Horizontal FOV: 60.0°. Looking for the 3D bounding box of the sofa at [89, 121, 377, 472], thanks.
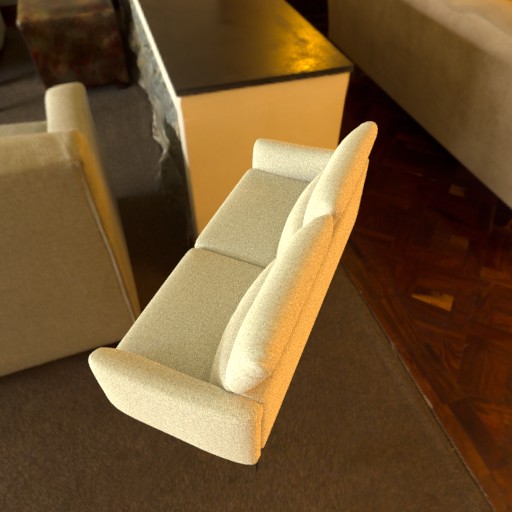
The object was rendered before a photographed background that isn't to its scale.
[{"bbox_3d":[0.000,0.000,2.522,0.856,0.956,2.015,17,49,16],"label":"sofa"}]
